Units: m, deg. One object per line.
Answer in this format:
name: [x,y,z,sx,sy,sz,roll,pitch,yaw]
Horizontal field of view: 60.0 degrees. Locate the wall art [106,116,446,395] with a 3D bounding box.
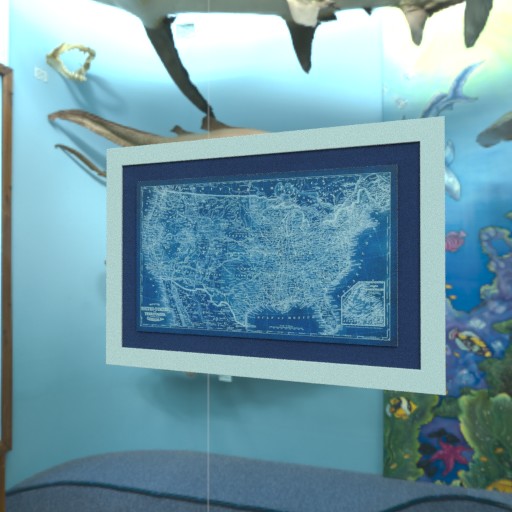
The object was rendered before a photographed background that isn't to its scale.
wall art: [0.000,0.000,1.668,1.308,0.902,0.051,0,-1,19]
